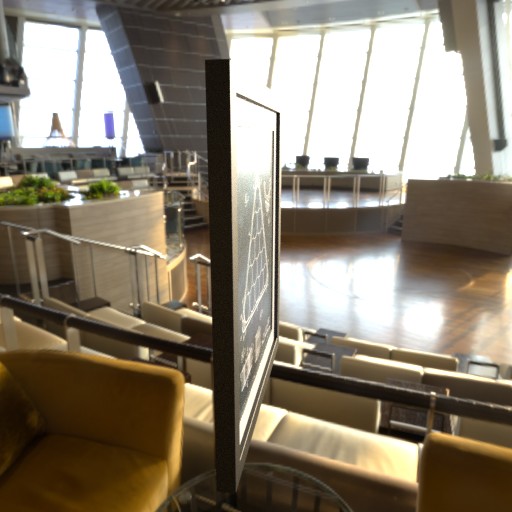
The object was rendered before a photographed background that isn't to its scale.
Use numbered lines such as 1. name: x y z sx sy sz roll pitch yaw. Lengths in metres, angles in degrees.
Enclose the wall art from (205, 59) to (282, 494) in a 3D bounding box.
1. wall art: 0.000 0.000 0.702 0.025 0.508 0.432 3 15 10
